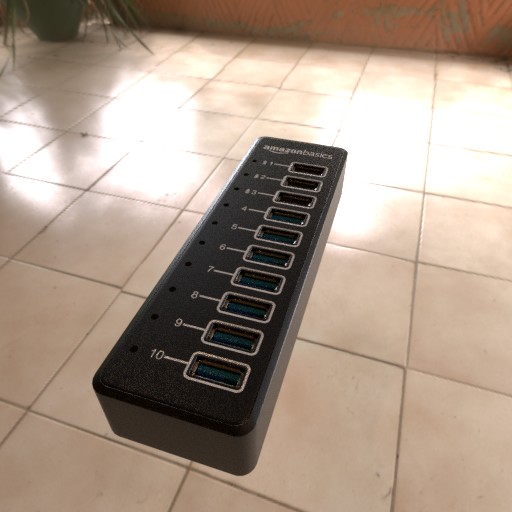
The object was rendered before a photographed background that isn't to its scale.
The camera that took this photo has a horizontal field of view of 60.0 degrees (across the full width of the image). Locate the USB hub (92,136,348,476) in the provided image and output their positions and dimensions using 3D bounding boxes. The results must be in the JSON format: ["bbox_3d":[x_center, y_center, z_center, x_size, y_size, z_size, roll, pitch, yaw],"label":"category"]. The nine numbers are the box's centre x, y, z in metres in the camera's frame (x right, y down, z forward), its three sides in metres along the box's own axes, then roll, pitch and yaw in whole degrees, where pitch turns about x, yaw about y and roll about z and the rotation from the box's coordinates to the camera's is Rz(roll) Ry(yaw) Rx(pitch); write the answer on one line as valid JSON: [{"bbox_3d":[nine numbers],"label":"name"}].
[{"bbox_3d":[0.000,0.000,0.165,0.044,0.023,0.145,12,43,13],"label":"USB hub"}]
